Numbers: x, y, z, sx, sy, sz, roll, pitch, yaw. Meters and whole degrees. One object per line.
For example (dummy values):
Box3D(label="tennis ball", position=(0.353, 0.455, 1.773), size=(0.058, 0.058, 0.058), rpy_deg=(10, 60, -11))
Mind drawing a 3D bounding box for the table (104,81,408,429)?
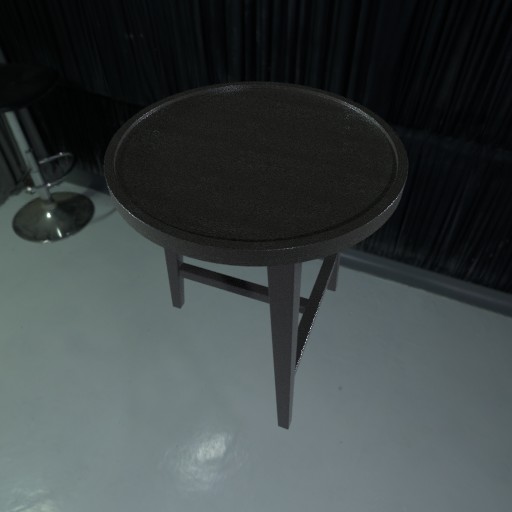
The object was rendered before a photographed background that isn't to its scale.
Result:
Box3D(label="table", position=(0.000, 0.000, 0.938), size=(0.500, 0.531, 0.500), rpy_deg=(0, 46, 0))
